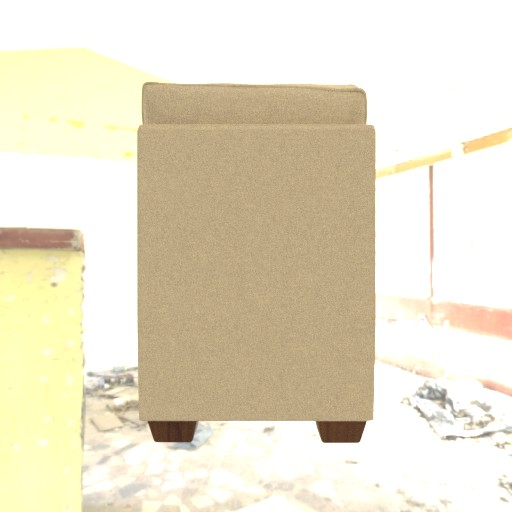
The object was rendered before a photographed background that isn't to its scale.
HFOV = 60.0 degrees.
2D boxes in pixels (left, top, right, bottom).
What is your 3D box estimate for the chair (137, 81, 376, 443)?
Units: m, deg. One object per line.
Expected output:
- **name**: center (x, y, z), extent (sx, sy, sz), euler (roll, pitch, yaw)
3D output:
- **chair**: center (0.000, 0.000, 1.572), extent (0.621, 0.970, 0.938), euler (0, 0, 0)
